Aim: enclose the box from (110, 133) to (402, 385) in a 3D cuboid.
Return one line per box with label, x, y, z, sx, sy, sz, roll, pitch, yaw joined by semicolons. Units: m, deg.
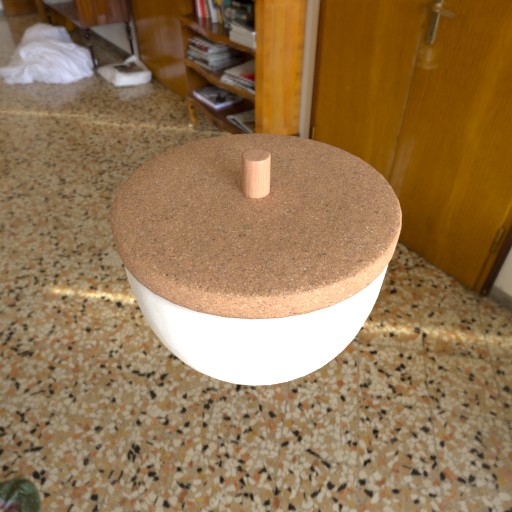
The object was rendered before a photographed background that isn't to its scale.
box;0.000;0.000;0.186;0.107;0.094;0.107;0;41;0
